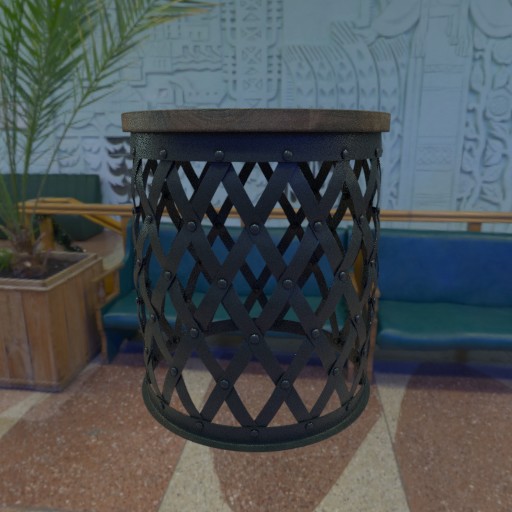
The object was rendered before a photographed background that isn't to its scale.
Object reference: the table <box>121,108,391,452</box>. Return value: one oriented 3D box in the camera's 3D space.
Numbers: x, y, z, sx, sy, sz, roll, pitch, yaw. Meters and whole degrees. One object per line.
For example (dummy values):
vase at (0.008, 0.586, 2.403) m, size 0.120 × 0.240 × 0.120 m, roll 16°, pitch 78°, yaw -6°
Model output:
table at (0.000, 0.000, 0.751) m, size 0.405 × 0.454 × 0.405 m, roll 0°, pitch 15°, yaw 0°
